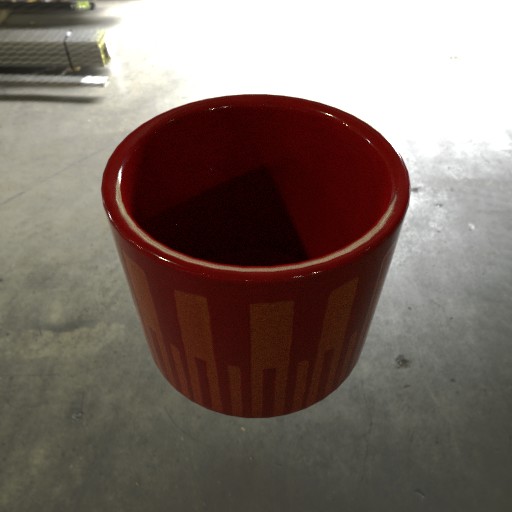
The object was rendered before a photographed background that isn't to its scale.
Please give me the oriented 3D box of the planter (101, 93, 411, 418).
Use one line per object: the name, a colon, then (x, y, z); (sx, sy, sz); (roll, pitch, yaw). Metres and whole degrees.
planter: (0.000, 0.000, 0.407); (0.230, 0.202, 0.230); (0, 47, 0)
